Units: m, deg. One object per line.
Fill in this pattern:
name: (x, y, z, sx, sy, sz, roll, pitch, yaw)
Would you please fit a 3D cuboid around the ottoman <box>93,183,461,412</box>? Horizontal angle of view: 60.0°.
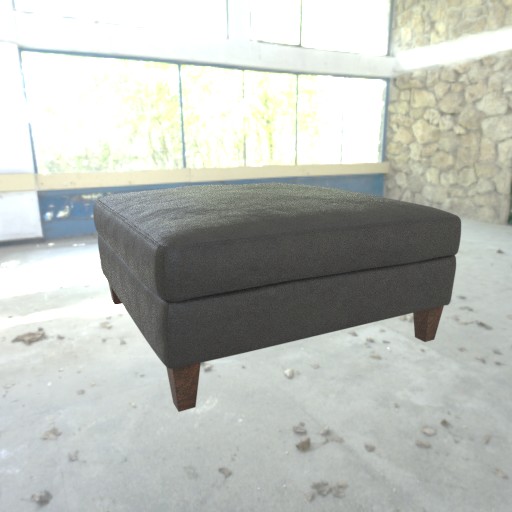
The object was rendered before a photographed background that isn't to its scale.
ottoman: (0.000, 0.000, 1.365, 0.844, 0.415, 0.836, -7, 16, -27)
